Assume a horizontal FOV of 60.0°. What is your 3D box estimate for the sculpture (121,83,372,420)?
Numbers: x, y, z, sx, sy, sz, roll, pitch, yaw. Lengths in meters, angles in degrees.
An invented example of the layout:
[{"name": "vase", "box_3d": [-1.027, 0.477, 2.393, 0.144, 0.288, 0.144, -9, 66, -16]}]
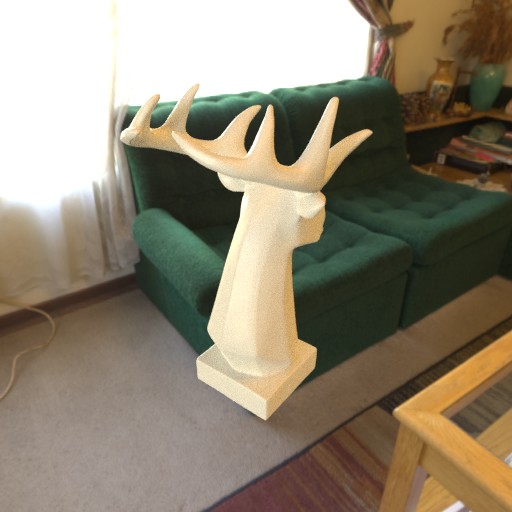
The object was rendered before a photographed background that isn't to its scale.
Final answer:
[{"name": "sculpture", "box_3d": [0.000, 0.000, 0.454, 0.174, 0.329, 0.224, 21, 36, 32]}]
